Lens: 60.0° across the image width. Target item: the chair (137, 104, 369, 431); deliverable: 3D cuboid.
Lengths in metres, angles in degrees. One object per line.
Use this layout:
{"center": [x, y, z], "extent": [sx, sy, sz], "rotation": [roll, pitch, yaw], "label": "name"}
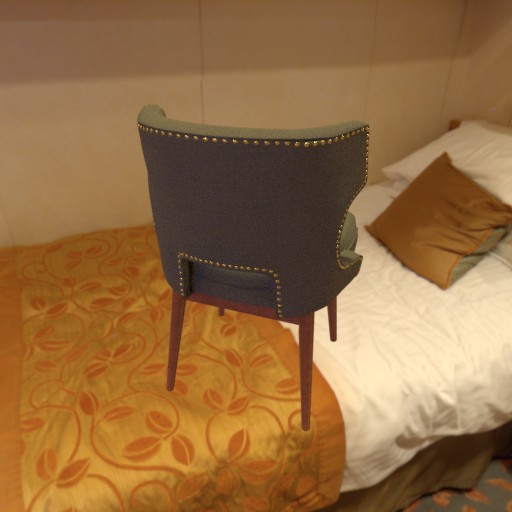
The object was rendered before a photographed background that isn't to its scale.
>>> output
{"center": [0.000, 0.000, 1.289], "extent": [0.595, 0.863, 0.581], "rotation": [10, 32, 17], "label": "chair"}
